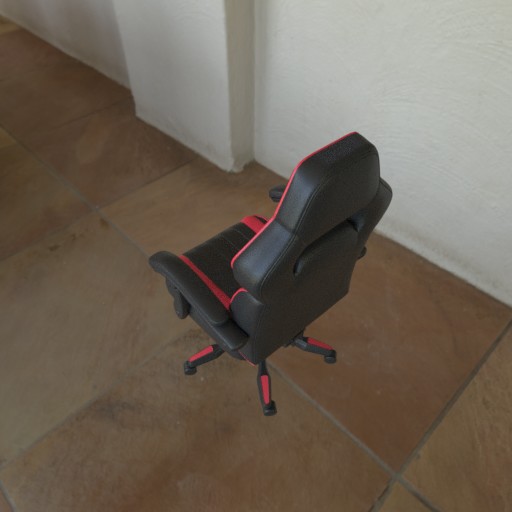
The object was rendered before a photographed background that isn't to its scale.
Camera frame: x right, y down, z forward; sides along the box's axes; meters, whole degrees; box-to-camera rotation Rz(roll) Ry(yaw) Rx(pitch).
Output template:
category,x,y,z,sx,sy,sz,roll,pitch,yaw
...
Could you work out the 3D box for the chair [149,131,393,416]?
category,x,y,z,sx,sy,sz,roll,pitch,yaw
chair,0.000,0.000,1.670,0.700,1.220,0.700,-33,54,-27
